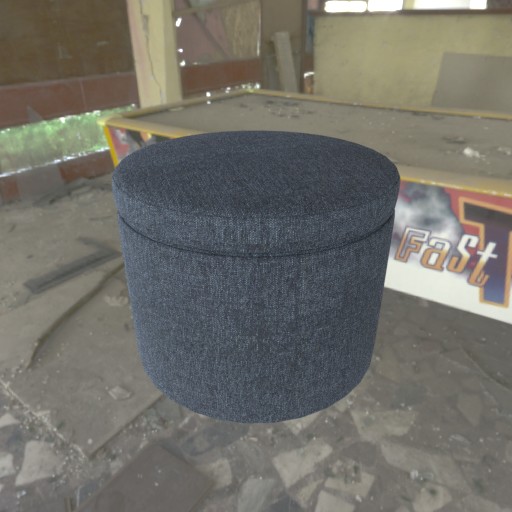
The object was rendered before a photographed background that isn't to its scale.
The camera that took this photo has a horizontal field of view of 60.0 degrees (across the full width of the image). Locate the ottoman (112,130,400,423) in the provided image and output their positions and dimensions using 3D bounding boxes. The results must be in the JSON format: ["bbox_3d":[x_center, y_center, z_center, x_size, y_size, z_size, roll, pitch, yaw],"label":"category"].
[{"bbox_3d":[0.000,0.000,0.880,0.500,0.419,0.500,0,28,0],"label":"ottoman"}]
